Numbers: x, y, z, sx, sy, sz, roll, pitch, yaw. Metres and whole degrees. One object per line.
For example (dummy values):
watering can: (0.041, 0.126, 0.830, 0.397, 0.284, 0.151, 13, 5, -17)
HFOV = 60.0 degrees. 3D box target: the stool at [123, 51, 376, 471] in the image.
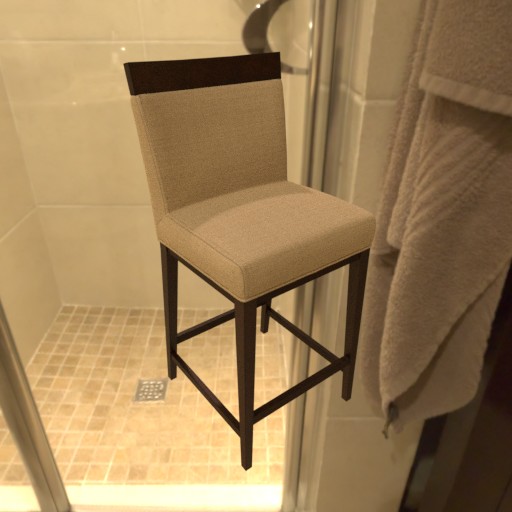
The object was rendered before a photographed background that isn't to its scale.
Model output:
stool: (0.000, 0.000, 1.389, 0.511, 1.117, 0.531, -21, 35, -32)
